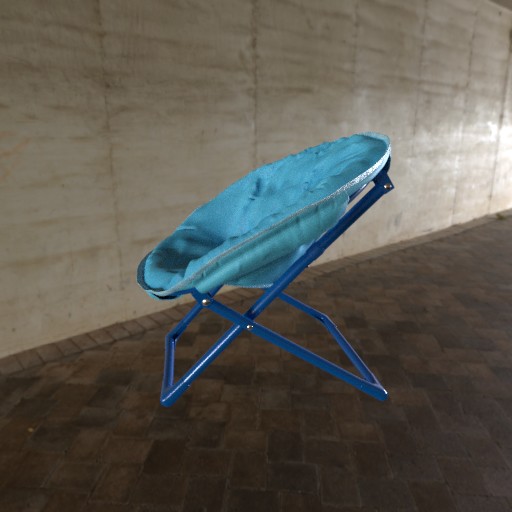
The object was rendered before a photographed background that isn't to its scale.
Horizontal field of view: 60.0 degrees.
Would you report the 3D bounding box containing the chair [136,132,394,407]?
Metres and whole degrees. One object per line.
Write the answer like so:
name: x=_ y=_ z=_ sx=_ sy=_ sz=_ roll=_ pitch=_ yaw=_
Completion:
chair: x=0.000 y=0.000 z=0.887 sx=0.465 sy=0.478 sz=0.520 roll=-3 pitch=16 yaw=-9
